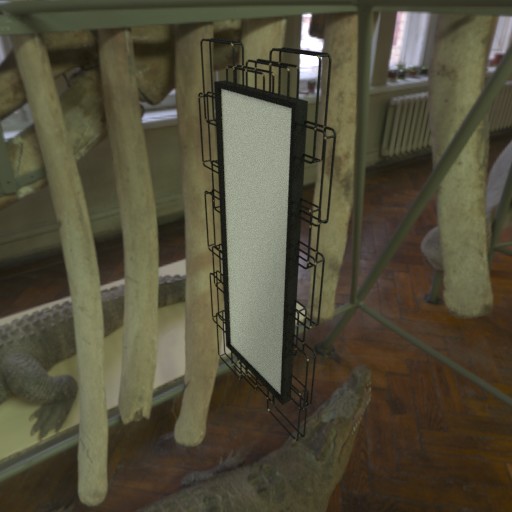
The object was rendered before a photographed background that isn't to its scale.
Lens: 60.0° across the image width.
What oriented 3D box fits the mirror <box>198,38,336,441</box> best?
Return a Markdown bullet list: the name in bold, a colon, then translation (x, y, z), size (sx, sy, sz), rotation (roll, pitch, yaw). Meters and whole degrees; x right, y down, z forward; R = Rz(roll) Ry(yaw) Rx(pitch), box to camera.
- **mirror**: translation (0.000, 0.000, 1.381), size (0.037, 1.192, 0.565), rotation (-20, 36, -30)
